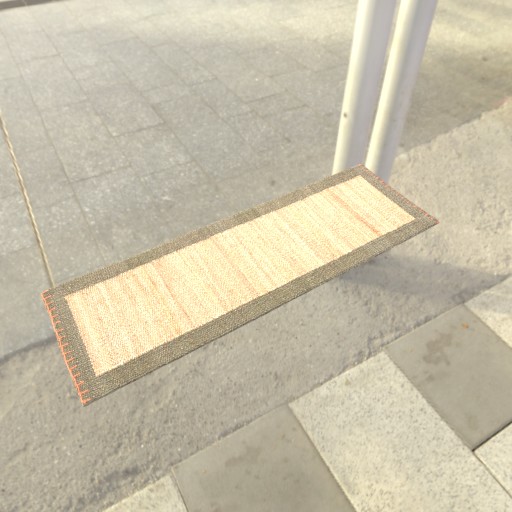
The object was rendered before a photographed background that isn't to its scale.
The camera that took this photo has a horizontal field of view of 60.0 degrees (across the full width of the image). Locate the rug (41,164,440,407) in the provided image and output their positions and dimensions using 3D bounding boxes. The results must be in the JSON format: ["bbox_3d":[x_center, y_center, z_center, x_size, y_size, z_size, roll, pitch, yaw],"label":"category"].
[{"bbox_3d":[0.000,0.000,2.743,2.413,0.016,0.810,-24,51,-21],"label":"rug"}]
